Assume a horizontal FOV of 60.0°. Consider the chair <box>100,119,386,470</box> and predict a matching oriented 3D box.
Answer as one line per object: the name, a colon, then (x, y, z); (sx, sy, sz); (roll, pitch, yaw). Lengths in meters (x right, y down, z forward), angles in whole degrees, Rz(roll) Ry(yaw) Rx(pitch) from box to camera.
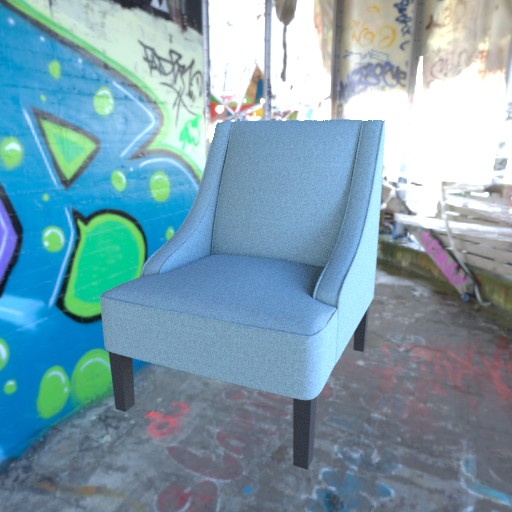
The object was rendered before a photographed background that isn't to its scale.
chair: (0.000, 0.000, 1.887); (0.857, 1.133, 1.025); (7, 17, 24)
